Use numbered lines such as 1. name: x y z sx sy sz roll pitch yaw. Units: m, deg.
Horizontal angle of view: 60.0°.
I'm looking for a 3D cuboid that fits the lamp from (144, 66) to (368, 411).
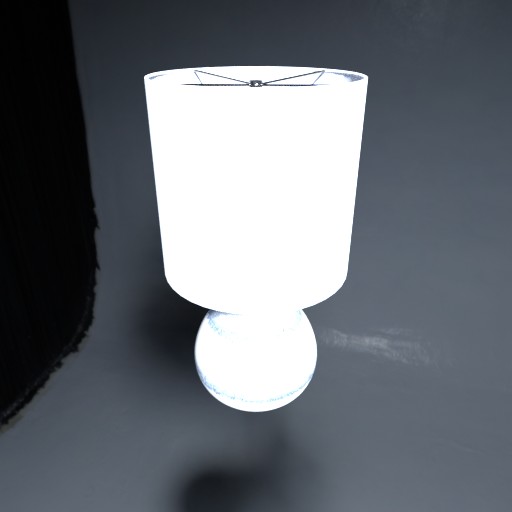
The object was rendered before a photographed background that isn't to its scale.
1. lamp: 0.000 0.000 0.532 0.216 0.404 0.216 8 28 16
